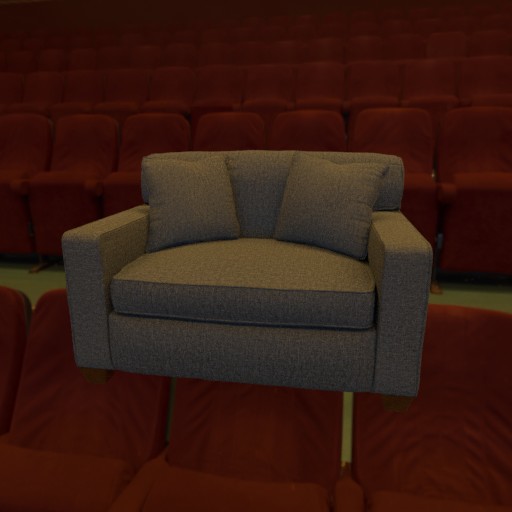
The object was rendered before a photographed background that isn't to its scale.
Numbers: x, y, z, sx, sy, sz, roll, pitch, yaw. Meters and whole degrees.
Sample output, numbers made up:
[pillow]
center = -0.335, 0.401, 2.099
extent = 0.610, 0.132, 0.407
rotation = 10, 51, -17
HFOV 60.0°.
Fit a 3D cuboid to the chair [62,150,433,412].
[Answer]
[chair]
center = 0.000, 0.000, 2.068
extent = 1.383, 0.948, 1.000
rotation = 2, 15, 9
